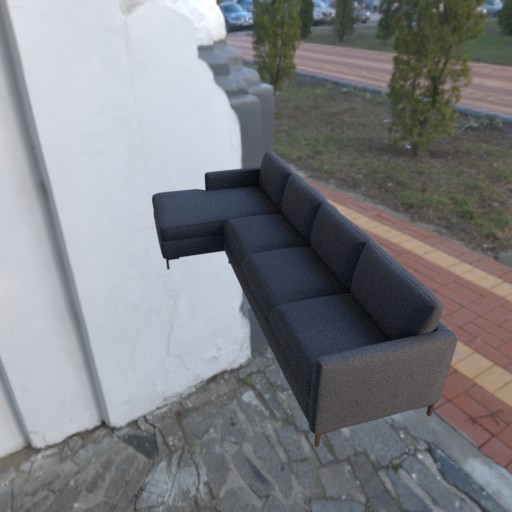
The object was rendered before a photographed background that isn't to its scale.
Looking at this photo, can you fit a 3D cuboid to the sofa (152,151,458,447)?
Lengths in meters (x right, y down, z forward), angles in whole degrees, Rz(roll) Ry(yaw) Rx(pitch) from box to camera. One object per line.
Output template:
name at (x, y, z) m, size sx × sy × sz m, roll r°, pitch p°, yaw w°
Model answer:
sofa at (0.000, 0.000, 2.854) m, size 1.125 × 0.673 × 2.445 m, roll -9°, pitch 31°, yaw -14°
